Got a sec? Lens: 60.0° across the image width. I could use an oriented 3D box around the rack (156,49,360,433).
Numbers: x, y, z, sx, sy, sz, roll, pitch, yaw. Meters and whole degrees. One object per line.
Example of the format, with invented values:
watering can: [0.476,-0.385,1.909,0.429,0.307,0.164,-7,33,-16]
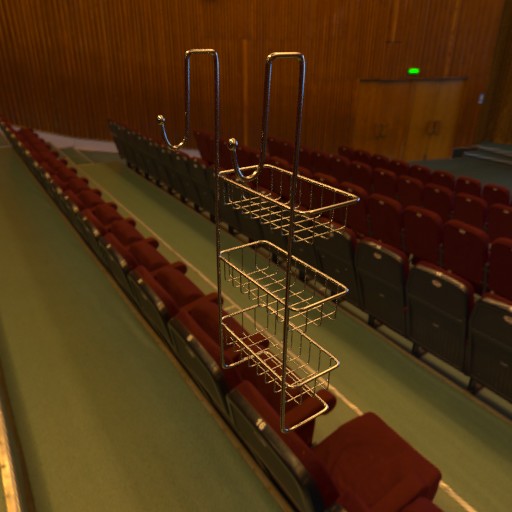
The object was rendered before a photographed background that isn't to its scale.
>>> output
rack: [0.000,0.000,0.682,0.202,0.574,0.228,-17,31,-30]
